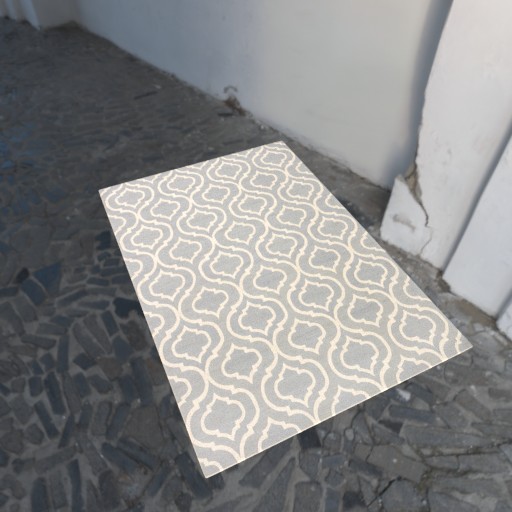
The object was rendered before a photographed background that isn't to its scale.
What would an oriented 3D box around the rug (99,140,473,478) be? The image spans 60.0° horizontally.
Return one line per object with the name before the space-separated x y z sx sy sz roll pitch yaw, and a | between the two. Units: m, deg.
rug | 0.000 0.000 2.673 1.451 0.010 2.080 -19 50 -17
